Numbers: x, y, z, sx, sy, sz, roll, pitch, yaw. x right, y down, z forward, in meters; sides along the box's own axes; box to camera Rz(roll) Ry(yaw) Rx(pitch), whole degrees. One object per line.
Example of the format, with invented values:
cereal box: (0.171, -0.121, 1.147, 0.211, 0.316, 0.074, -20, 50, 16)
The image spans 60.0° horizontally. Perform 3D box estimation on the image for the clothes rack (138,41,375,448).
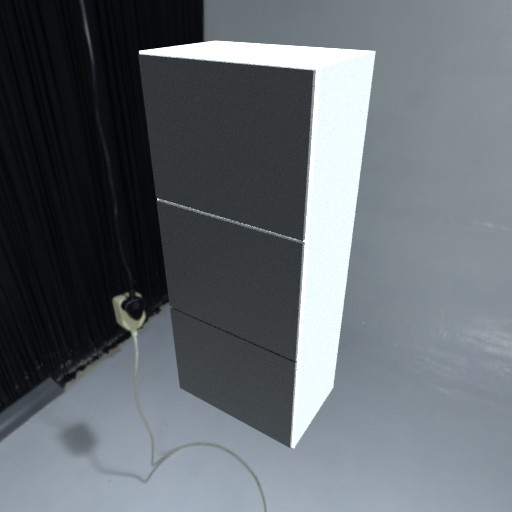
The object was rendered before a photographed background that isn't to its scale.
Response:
clothes rack: (0.000, 0.000, 1.409, 0.500, 1.187, 0.330, 18, 35, 28)
